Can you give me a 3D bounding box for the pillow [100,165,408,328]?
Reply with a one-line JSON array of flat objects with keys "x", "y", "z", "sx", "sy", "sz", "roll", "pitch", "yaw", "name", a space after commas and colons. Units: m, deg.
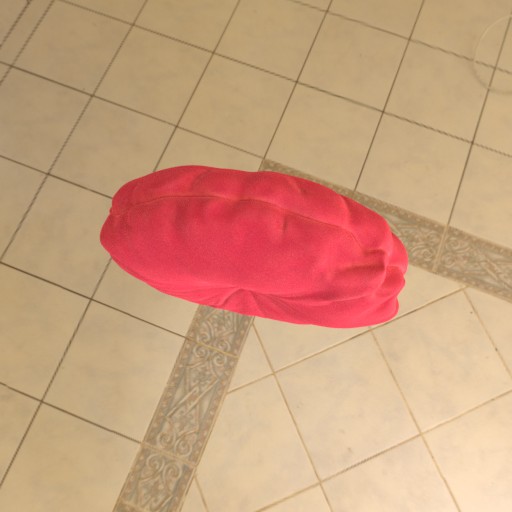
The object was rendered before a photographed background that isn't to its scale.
[{"x": 0.000, "y": 0.000, "z": 0.635, "sx": 0.428, "sy": 0.407, "sz": 0.148, "roll": 12, "pitch": 76, "yaw": 3, "name": "pillow"}]
